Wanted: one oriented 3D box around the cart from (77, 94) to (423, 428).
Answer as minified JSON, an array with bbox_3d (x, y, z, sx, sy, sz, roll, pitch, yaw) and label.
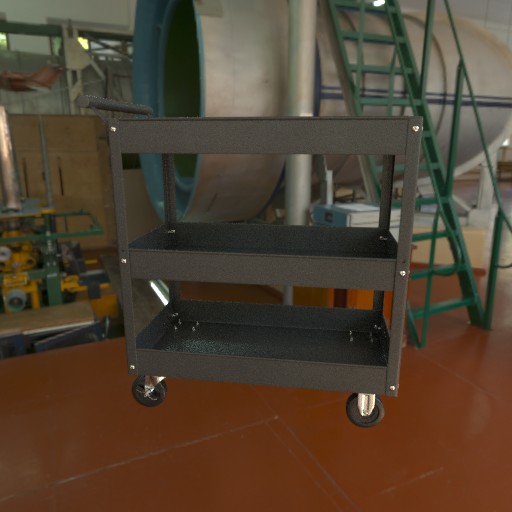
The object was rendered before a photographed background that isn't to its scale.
[{"bbox_3d":[0.000,0.000,1.168,0.719,0.780,0.366,2,15,8],"label":"cart"}]
